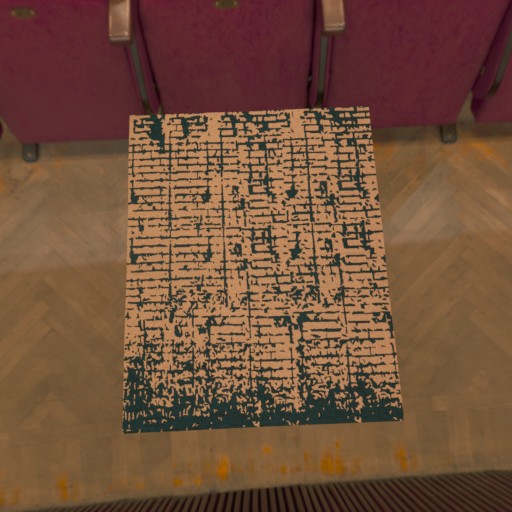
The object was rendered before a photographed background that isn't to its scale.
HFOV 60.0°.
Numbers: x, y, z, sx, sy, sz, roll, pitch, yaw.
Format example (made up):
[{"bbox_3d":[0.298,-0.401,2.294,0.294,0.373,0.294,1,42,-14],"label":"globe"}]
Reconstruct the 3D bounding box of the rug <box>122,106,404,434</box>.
[{"bbox_3d":[0.000,0.000,4.136,2.416,0.014,3.017,-2,77,-1],"label":"rug"}]
